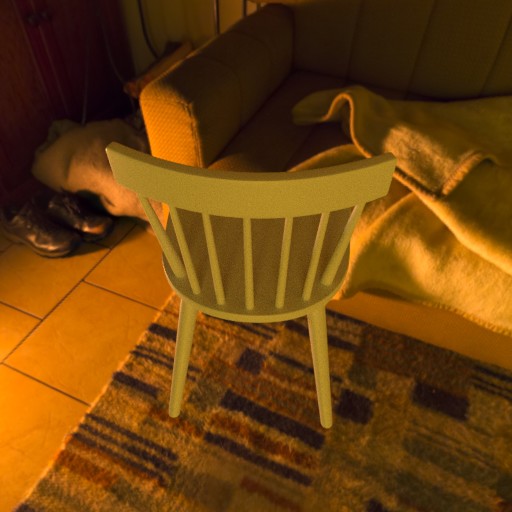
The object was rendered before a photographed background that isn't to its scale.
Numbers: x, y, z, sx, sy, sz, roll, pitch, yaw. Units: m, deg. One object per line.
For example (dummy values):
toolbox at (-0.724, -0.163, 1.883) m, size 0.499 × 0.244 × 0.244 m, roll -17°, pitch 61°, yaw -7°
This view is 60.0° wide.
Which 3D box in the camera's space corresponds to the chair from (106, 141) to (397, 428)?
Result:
chair at (0.000, 0.000, 1.102) m, size 0.483 × 0.787 × 0.500 m, roll 3°, pitch 45°, yaw 3°
